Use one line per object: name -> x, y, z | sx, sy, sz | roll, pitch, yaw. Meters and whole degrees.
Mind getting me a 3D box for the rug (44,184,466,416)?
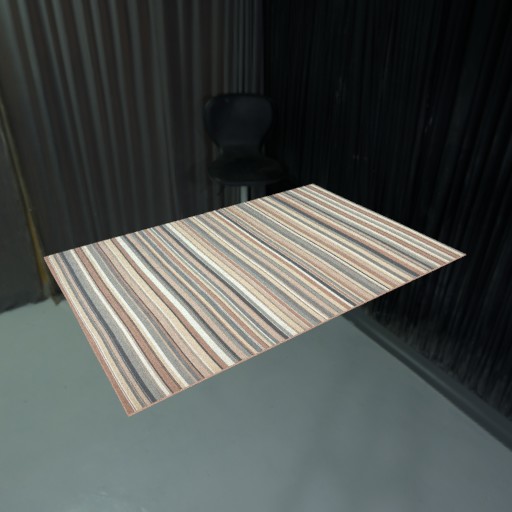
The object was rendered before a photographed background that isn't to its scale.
rug -> 0.000, 0.000, 2.303 | 1.829, 0.008, 1.219 | -19, 35, -29
